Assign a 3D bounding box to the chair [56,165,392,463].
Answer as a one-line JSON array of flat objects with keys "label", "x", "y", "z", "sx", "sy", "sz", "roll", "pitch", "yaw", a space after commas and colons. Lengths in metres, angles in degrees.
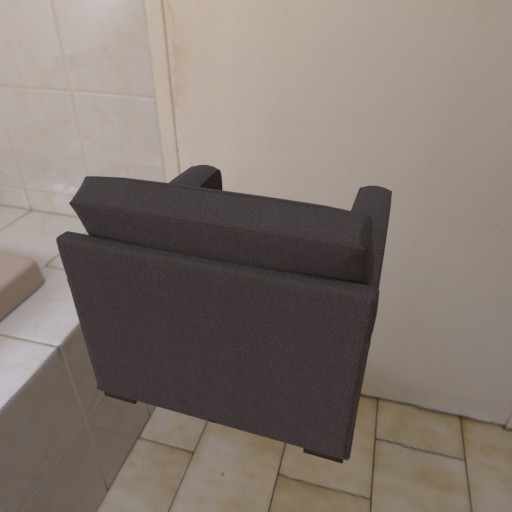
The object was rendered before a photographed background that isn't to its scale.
[{"label": "chair", "x": 0.000, "y": 0.000, "z": 1.819, "sx": 0.997, "sy": 0.913, "sz": 1.043, "roll": 10, "pitch": 34, "yaw": 15}]
